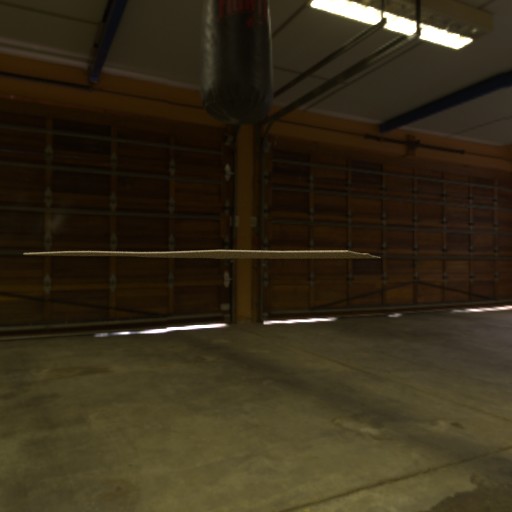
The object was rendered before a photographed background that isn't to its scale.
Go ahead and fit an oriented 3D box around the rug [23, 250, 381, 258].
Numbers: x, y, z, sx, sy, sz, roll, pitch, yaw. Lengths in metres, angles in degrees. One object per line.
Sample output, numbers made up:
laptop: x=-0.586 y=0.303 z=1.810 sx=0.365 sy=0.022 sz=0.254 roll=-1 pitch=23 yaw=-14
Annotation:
rug: x=0.000 y=0.000 z=3.026 sx=1.524 sy=0.015 sz=2.439 roll=0 pitch=-1 yaw=18
